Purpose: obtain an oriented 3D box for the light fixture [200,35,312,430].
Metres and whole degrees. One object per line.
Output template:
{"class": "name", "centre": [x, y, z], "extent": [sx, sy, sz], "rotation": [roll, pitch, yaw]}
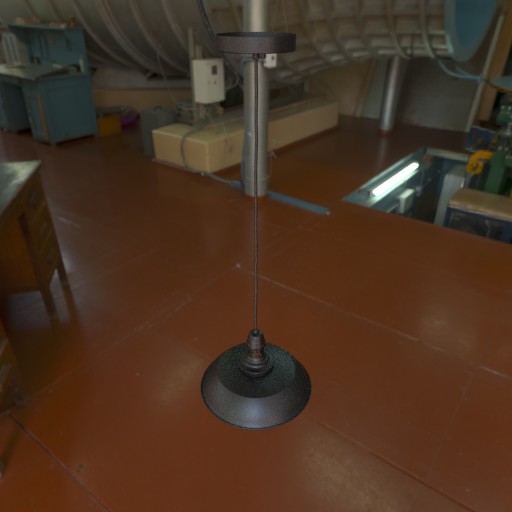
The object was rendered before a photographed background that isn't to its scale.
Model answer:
{"class": "light fixture", "centre": [0.000, 0.000, 1.108], "extent": [0.331, 0.993, 0.331], "rotation": [-10, 31, -16]}
